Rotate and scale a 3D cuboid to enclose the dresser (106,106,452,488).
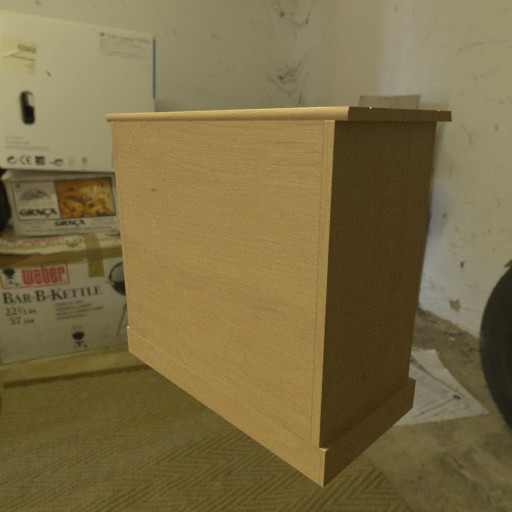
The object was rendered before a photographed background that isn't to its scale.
[{"bbox_3d":[0.000,0.000,1.357,0.440,0.835,0.915,-16,23,-42],"label":"dresser"}]
